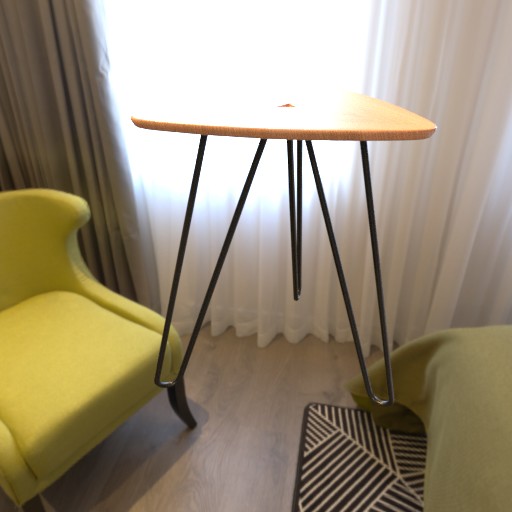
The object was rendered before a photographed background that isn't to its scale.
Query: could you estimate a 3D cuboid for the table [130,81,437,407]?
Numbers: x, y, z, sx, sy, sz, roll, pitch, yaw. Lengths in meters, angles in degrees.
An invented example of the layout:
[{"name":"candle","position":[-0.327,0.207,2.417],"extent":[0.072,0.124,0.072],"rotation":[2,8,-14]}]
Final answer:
[{"name":"table","position":[0.000,0.000,0.867],"extent":[0.455,0.564,0.442],"rotation":[-10,32,-17]}]
